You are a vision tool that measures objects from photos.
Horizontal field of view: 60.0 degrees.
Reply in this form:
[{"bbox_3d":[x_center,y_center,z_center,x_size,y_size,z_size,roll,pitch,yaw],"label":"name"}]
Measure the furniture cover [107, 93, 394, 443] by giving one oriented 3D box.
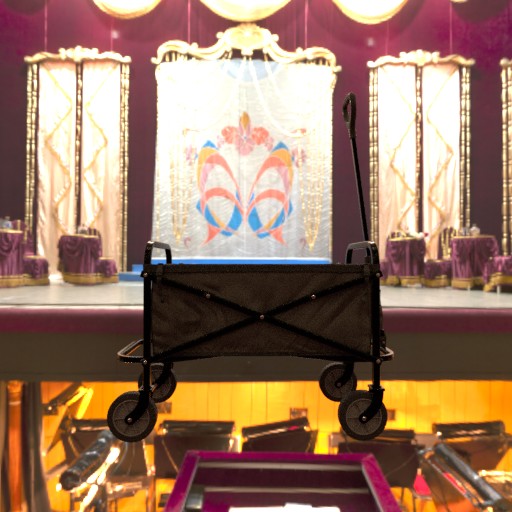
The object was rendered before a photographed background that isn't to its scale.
[{"bbox_3d":[0.000,0.000,1.777,1.038,1.295,0.532,0,-1,-1],"label":"furniture cover"}]
